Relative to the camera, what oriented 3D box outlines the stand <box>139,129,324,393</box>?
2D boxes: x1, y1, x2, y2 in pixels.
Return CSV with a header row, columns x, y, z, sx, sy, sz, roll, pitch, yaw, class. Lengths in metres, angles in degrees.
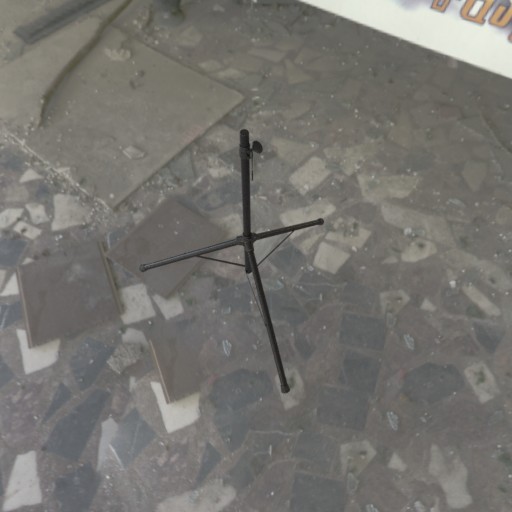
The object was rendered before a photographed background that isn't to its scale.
x,y,z,sx,sy,sz,roll,pitch,yaw,class
0.000,0.000,2.736,1.596,1.595,1.339,-14,59,-9,stand
